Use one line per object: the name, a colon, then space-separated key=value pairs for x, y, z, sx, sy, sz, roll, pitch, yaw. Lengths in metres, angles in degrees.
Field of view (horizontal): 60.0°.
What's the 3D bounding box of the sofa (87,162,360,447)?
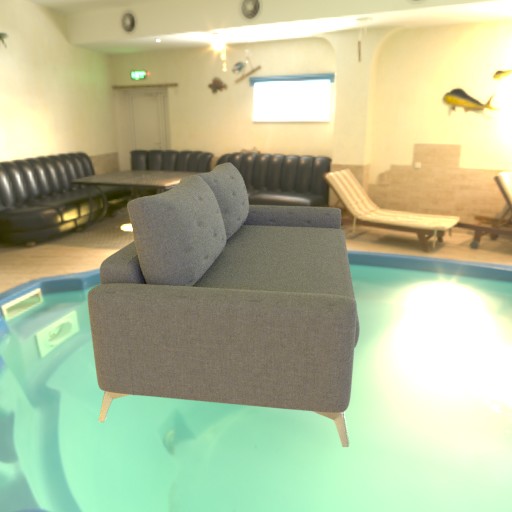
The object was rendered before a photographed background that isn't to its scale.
sofa: x=0.000 y=0.000 z=2.183 sx=0.920 sy=0.790 sz=1.650 roll=3 pitch=17 yaw=8
